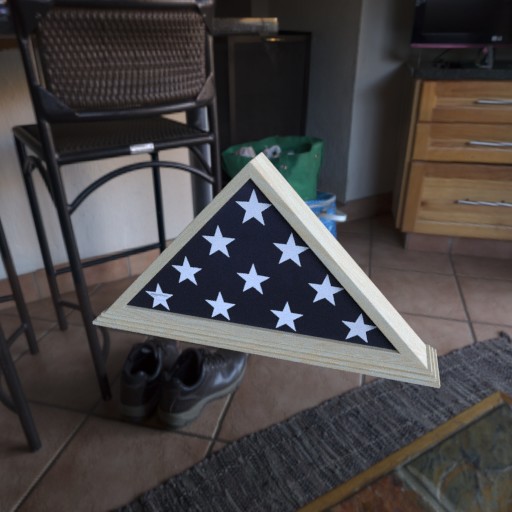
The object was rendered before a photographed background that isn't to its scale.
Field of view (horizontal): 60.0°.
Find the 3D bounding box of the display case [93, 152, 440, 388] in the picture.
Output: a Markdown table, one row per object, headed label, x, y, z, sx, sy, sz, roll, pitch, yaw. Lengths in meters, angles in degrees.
| label | x | y | z | sx | sy | sz | roll | pitch | yaw |
| --- | --- | --- | --- | --- | --- | --- | --- | --- | --- |
| display case | 0.000 | 0.000 | 0.757 | 0.640 | 0.340 | 0.095 | 7 | 27 | 15 |
